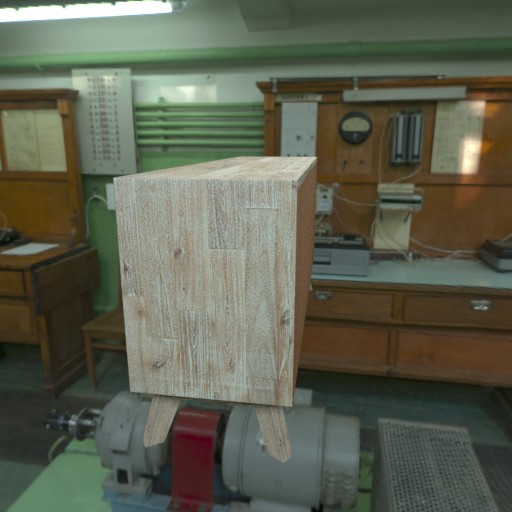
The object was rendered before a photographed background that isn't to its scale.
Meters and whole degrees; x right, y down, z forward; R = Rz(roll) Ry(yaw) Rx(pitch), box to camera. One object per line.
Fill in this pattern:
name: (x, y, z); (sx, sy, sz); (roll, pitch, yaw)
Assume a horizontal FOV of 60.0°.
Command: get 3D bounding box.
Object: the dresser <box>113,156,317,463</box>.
dresser: (0.000, 0.000, 1.921); (0.455, 0.788, 1.602); (2, 15, 9)
